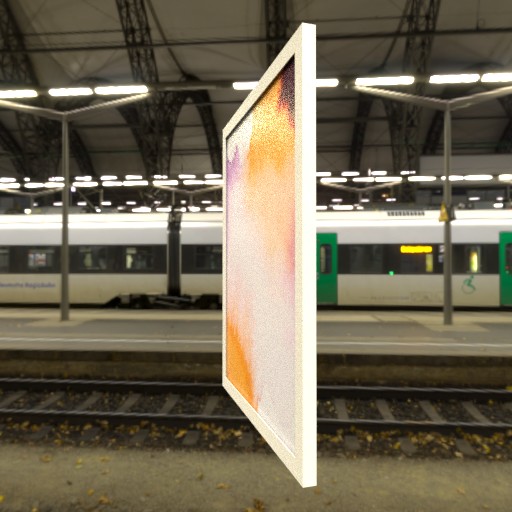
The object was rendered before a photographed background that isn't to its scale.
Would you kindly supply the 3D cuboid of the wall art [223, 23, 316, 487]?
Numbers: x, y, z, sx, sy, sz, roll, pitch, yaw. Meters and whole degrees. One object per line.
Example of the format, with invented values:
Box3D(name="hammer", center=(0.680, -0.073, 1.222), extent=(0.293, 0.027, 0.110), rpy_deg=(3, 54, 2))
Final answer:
Box3D(name="wall art", center=(0.000, 0.000, 1.094), extent=(0.026, 0.811, 0.661), rpy_deg=(0, -1, -16))
